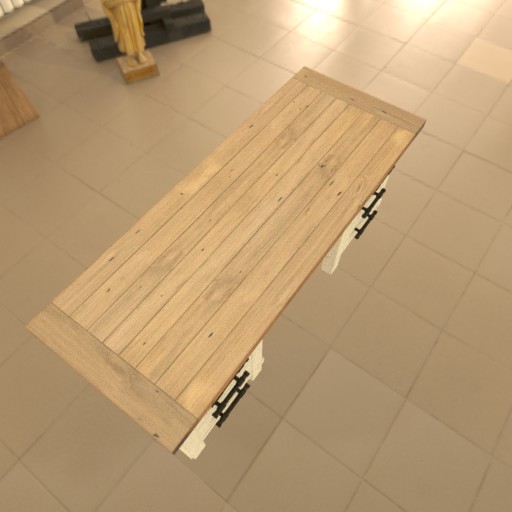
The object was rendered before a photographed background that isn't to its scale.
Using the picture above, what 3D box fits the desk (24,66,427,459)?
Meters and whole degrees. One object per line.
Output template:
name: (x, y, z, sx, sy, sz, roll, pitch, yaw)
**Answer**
desk: (0.000, 0.000, 2.147, 0.688, 0.760, 1.803, 32, 63, 18)
